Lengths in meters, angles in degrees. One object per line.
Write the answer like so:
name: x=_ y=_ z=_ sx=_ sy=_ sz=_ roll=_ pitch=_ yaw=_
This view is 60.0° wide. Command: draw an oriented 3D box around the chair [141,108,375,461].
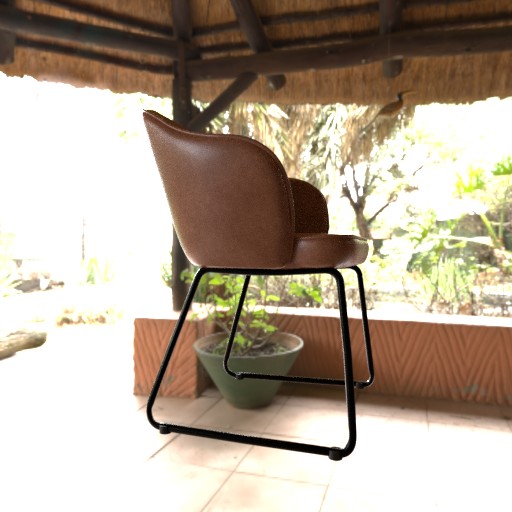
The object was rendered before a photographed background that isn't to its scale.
chair: x=0.000 y=0.000 z=1.172 sx=0.580 sy=0.785 sz=0.582 roll=0 pitch=0 yaw=18
